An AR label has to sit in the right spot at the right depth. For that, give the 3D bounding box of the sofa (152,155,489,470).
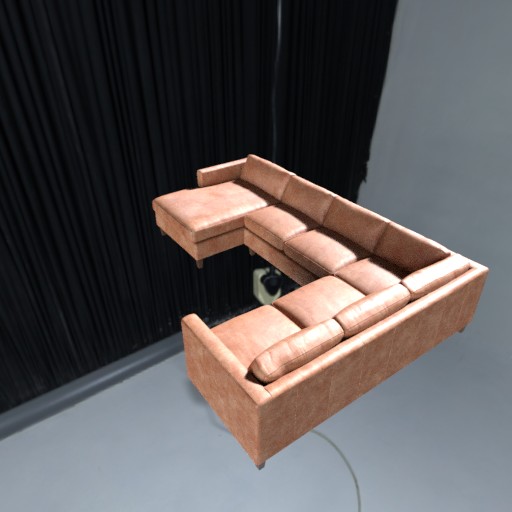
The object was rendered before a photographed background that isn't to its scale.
[{"bbox_3d":[0.000,0.000,4.460,2.430,0.832,3.401,-21,38,-30],"label":"sofa"}]
